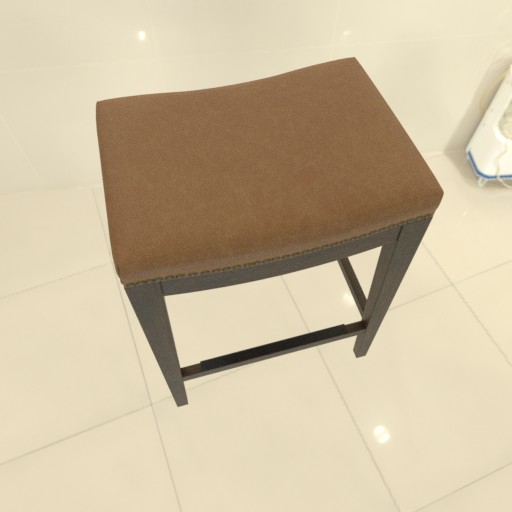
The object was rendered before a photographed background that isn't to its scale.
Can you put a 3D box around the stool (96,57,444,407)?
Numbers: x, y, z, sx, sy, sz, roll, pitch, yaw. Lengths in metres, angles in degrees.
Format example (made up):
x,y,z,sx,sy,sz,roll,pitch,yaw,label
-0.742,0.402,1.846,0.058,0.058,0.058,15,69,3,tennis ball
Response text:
x,y,z,sx,sy,sz,roll,pitch,yaw,label
0.000,0.000,0.947,0.500,0.660,0.361,-13,59,-8,stool
